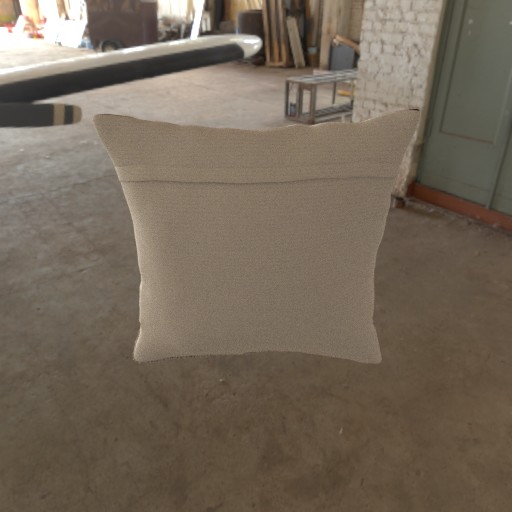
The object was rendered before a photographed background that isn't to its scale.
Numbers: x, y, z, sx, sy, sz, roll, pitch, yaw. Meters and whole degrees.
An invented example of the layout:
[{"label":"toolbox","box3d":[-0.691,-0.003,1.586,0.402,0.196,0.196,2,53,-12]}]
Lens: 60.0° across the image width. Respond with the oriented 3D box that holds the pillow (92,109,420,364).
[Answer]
[{"label":"pillow","box3d":[0.000,0.000,0.742,0.475,0.473,0.178,0,30,-1]}]
